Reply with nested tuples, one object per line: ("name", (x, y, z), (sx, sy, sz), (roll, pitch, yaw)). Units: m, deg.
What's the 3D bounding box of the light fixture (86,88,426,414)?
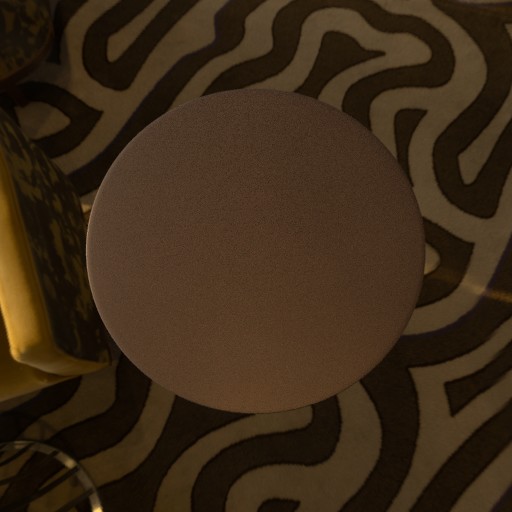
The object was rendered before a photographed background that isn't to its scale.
("light fixture", (0.000, 0.000, 0.431), (0.280, 0.135, 0.280), (0, 75, 0))
